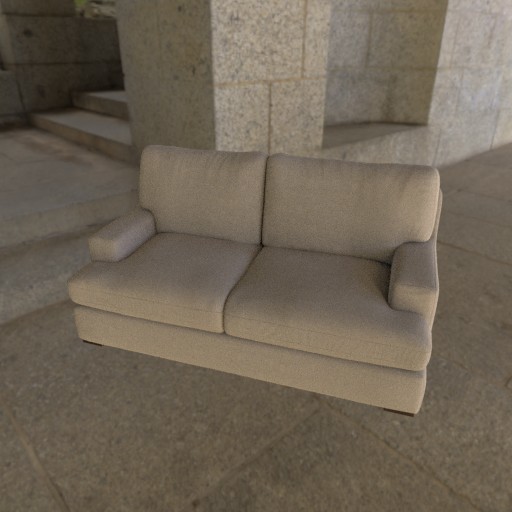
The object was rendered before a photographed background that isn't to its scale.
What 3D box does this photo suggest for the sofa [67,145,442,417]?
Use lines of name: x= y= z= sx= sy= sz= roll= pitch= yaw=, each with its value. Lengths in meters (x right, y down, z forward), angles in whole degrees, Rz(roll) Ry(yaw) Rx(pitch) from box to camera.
sofa: x=0.000 y=0.000 z=2.414 sx=1.855 sy=0.980 sz=0.962 roll=8 pitch=27 yaw=16
